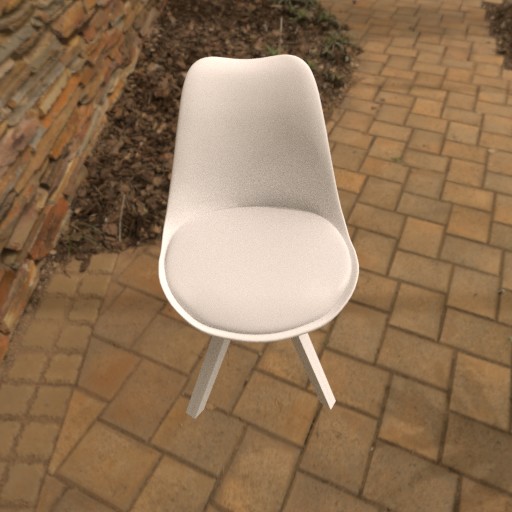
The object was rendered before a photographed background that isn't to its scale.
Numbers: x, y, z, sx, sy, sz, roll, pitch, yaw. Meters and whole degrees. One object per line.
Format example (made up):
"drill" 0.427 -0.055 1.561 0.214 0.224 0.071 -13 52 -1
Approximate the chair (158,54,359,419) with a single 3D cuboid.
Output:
"chair" 0.000 0.000 1.187 0.485 0.850 0.550 -3 46 -3
